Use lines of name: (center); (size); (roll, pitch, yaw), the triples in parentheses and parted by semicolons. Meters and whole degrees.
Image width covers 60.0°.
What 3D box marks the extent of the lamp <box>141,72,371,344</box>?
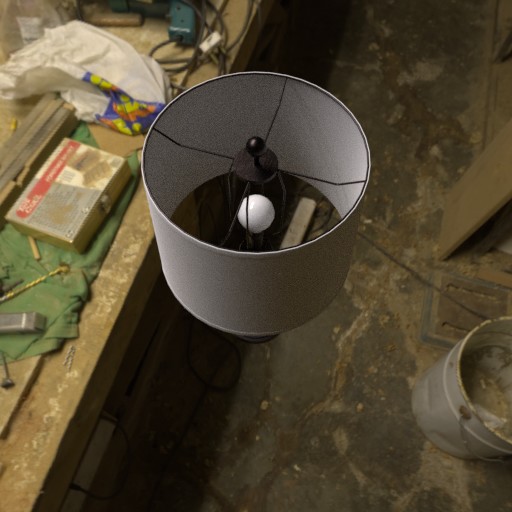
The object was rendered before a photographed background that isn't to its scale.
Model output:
lamp: (0.000, 0.000, 0.945); (0.383, 0.726, 0.383); (0, 63, 0)
